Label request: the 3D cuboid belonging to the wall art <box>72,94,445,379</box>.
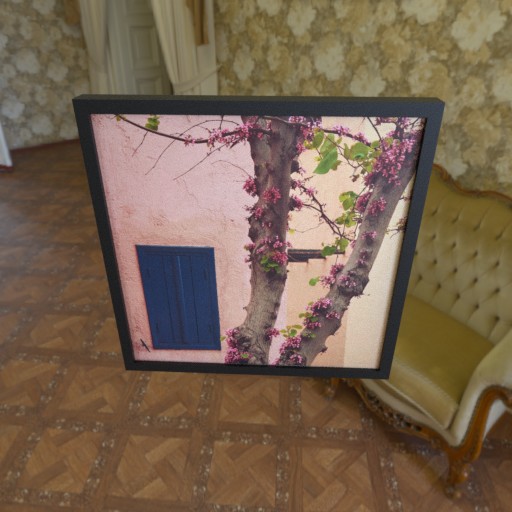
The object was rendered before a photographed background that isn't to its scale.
[{"bbox_3d":[0.000,0.000,0.745,0.508,0.508,0.038,1,30,2],"label":"wall art"}]
